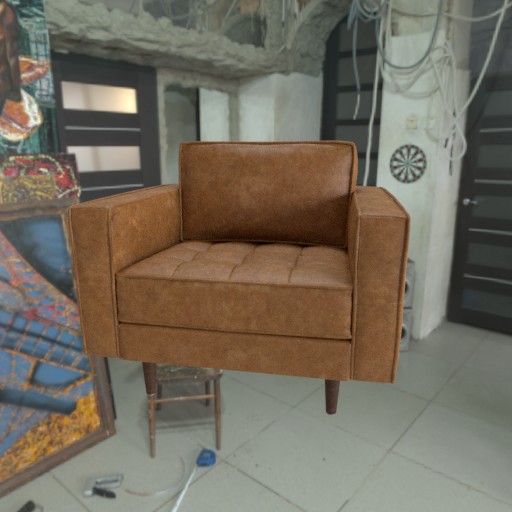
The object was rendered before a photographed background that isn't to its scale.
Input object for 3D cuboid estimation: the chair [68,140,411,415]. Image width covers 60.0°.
[{"bbox_3d":[0.000,0.000,1.517,0.928,0.767,0.798,3,14,11],"label":"chair"}]
